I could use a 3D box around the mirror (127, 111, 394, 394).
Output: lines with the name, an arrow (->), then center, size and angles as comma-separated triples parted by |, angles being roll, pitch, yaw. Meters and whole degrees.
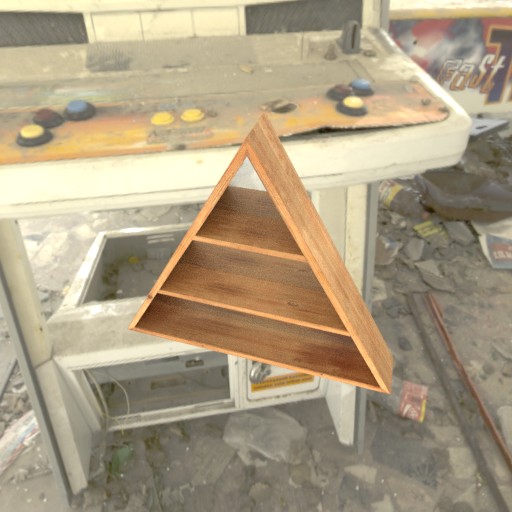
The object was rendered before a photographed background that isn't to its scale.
mirror -> 0.000, 0.000, 0.873 | 0.631, 0.548, 0.100 | 11, 42, 12
